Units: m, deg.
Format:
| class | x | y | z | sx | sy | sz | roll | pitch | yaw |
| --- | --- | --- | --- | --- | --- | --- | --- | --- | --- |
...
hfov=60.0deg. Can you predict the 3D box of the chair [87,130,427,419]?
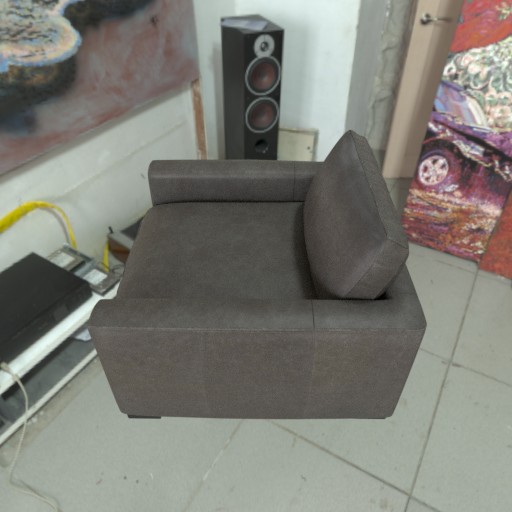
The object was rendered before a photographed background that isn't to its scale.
| class | x | y | z | sx | sy | sz | roll | pitch | yaw |
| --- | --- | --- | --- | --- | --- | --- | --- | --- | --- |
| chair | 0.000 | 0.000 | 1.862 | 1.080 | 0.807 | 1.106 | 0 | 41 | 1 |
